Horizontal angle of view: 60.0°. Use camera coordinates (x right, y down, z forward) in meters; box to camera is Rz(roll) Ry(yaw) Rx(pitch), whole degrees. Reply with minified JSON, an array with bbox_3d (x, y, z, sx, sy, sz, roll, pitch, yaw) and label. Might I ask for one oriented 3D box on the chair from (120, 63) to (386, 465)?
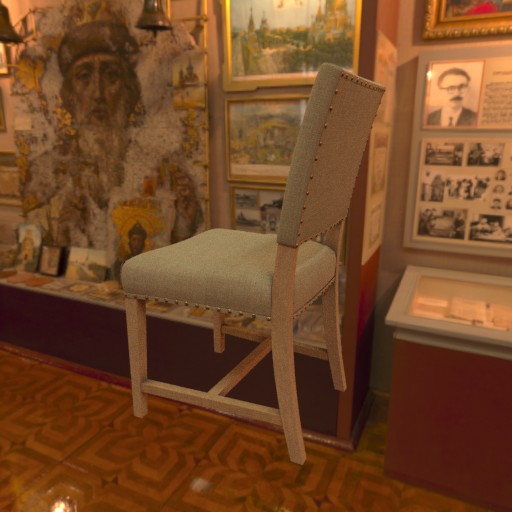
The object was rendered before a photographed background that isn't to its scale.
[{"bbox_3d":[0.000,0.000,1.328,0.622,0.986,0.508,8,18,26],"label":"chair"}]
